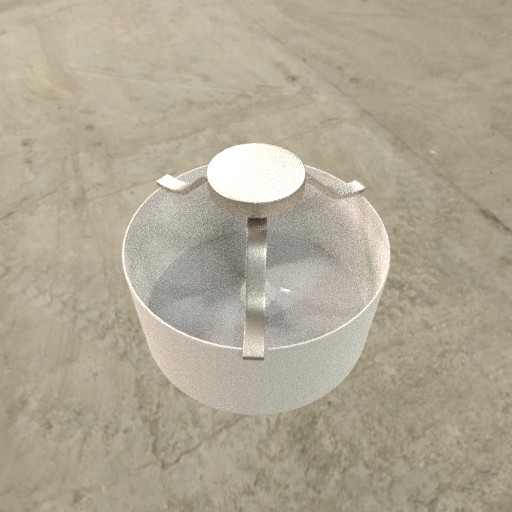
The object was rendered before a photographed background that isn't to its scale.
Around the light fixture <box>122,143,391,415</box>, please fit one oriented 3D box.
[{"bbox_3d":[0.000,0.000,0.666,0.395,0.304,0.395,0,47,0],"label":"light fixture"}]
